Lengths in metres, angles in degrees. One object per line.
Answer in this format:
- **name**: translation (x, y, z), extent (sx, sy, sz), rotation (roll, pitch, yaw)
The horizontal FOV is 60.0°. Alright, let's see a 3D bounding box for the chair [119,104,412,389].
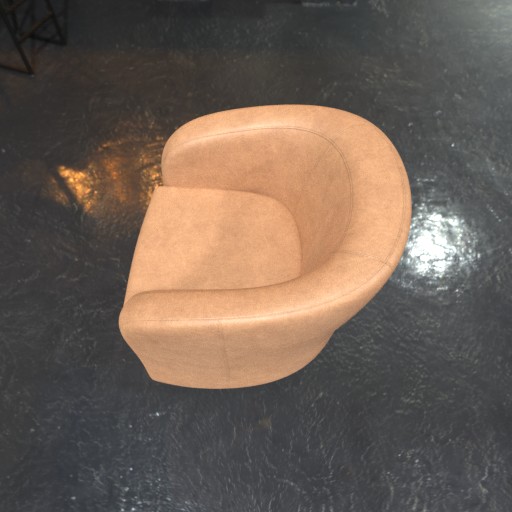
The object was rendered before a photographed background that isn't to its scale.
- **chair**: translation (0.000, 0.000, 1.481), extent (0.815, 0.771, 0.791), rotation (3, 57, 2)
